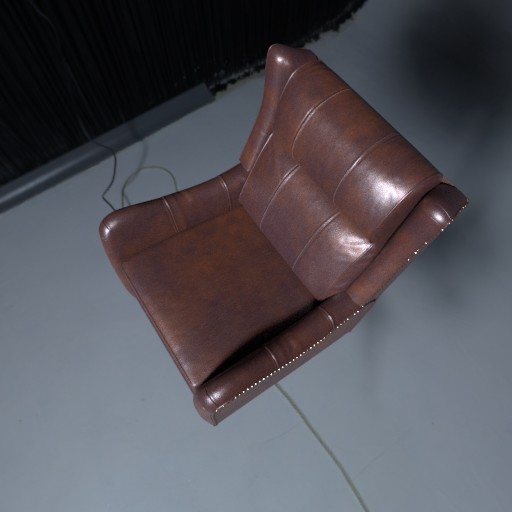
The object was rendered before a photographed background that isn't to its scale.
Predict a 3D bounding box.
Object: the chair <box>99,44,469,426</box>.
[{"bbox_3d":[0.000,0.000,1.768,1.008,1.084,0.869,-31,68,-14],"label":"chair"}]
